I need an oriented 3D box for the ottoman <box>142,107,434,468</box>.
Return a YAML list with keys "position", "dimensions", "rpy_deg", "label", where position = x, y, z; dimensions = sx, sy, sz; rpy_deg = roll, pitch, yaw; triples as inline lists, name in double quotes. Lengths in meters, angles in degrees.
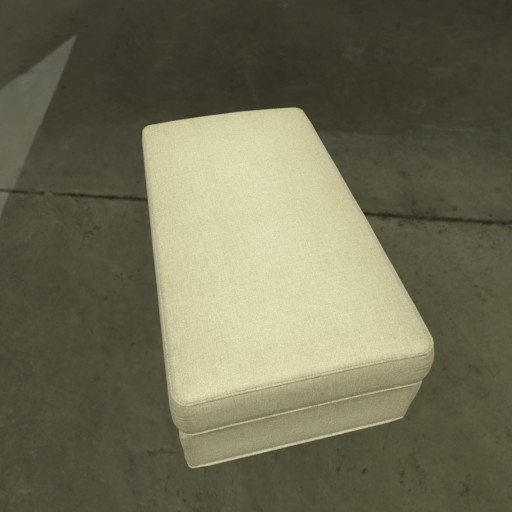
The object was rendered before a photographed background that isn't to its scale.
- position: [0.000, 0.000, 1.428]
  dimensions: [0.617, 0.461, 1.097]
  rpy_deg: [-10, 49, -9]
  label: "ottoman"
